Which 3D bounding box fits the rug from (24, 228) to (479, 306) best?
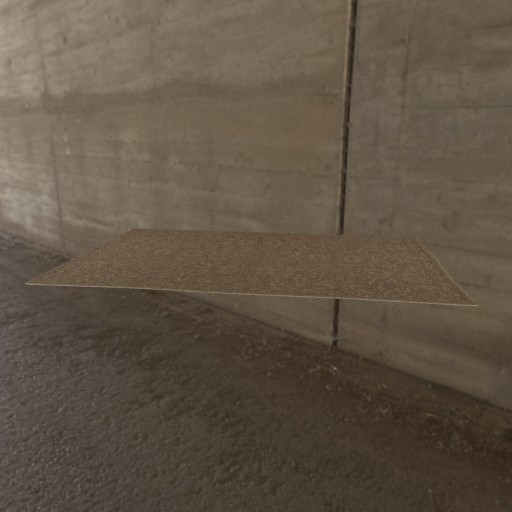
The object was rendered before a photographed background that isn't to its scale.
[{"bbox_3d":[0.000,0.000,3.064,2.435,0.012,1.529,2,15,8],"label":"rug"}]
